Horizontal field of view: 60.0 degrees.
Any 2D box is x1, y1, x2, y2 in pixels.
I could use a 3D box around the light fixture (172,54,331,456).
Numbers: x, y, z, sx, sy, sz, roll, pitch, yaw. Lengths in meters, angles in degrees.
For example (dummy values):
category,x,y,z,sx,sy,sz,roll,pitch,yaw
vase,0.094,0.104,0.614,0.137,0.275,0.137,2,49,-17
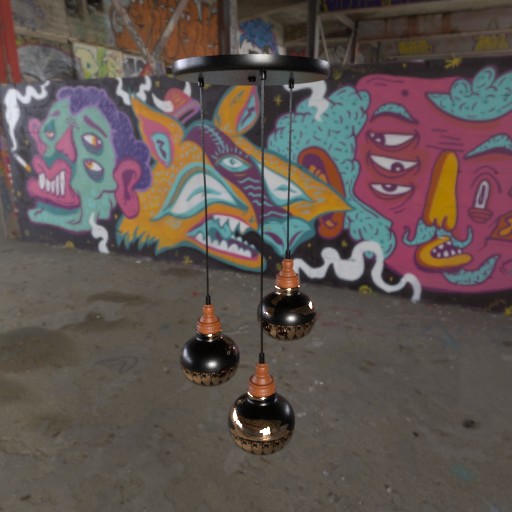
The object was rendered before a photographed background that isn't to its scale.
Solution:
category,x,y,z,sx,sy,sz,roll,pitch,yaw
light fixture,0.000,0.000,1.786,0.605,1.410,0.608,-16,22,-43
